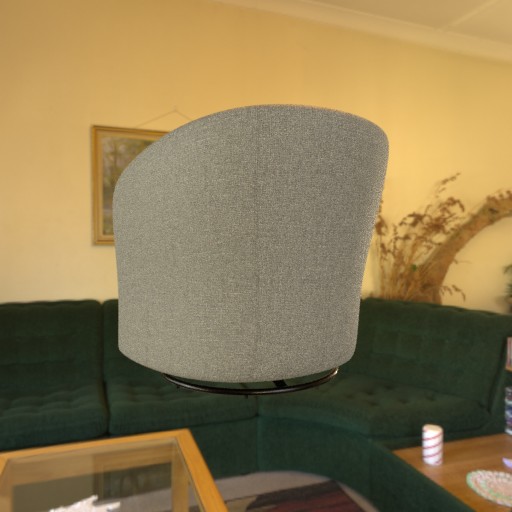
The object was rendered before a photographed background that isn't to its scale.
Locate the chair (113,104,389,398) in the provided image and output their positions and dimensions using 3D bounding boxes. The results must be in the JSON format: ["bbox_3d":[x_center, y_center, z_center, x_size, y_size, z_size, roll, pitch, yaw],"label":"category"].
[{"bbox_3d":[0.000,0.000,1.469,0.791,0.771,0.815,-1,1,-37],"label":"chair"}]
